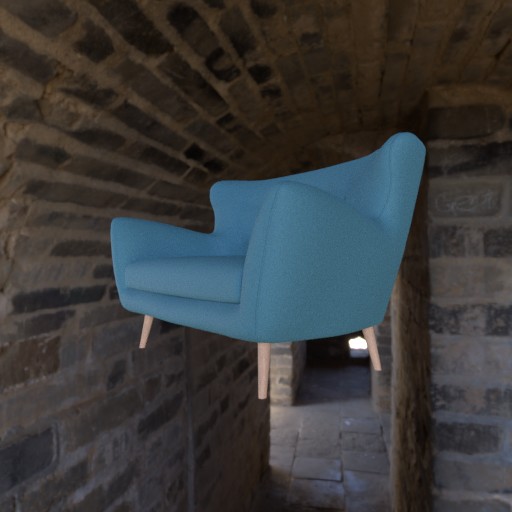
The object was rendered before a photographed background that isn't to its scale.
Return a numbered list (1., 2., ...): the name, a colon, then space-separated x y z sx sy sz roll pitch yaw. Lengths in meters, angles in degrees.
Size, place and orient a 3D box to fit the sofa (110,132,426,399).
1. sofa: 0.000 0.000 1.969 0.889 0.889 1.397 0 -1 -36
